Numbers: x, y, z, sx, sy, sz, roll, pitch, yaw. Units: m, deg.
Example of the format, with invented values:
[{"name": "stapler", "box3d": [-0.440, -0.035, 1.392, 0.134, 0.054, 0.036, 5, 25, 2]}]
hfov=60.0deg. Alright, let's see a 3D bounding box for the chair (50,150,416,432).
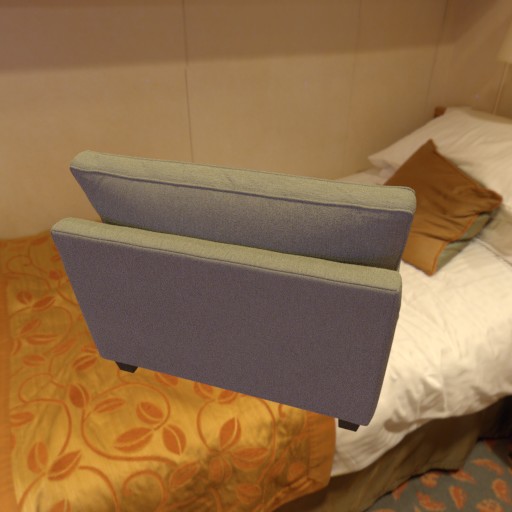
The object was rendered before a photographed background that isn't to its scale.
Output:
[{"name": "chair", "box3d": [0.000, 0.000, 1.956, 1.220, 1.016, 1.041, 10, 33, 15]}]
